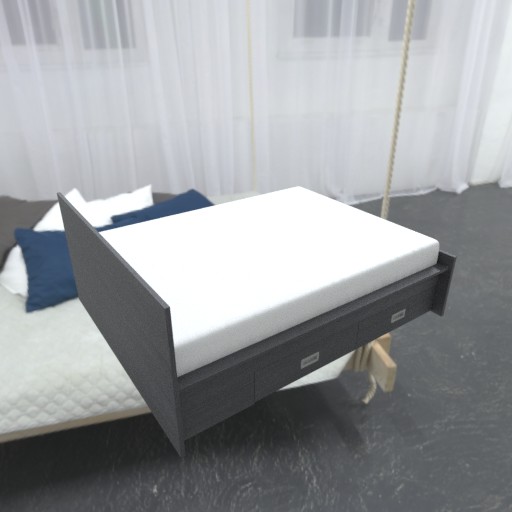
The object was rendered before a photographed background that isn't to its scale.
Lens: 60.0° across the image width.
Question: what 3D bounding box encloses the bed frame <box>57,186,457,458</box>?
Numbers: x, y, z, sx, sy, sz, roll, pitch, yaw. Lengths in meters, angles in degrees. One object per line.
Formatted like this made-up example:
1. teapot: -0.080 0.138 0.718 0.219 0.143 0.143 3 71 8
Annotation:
1. bed frame: 0.000 0.000 2.909 1.960 0.800 1.622 -18 32 -31
